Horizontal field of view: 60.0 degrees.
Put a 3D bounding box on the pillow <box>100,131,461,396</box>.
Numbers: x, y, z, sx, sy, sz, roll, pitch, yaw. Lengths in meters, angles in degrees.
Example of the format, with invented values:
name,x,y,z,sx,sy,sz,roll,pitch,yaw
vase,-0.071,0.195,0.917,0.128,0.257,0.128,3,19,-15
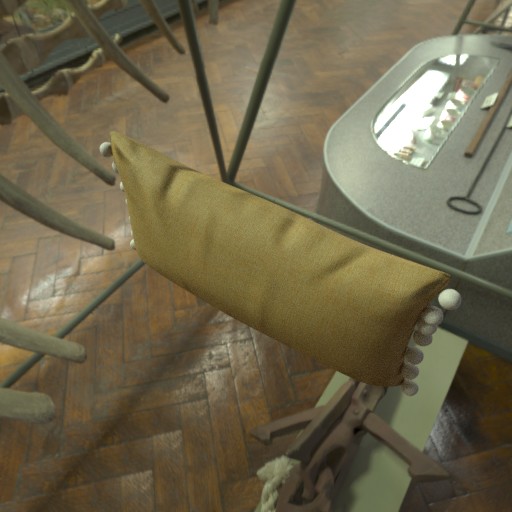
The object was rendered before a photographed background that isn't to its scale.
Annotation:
name,x,y,z,sx,sy,sz,roll,pitch,yaw
pillow,0.000,0.000,0.837,0.709,0.322,0.201,25,51,22
